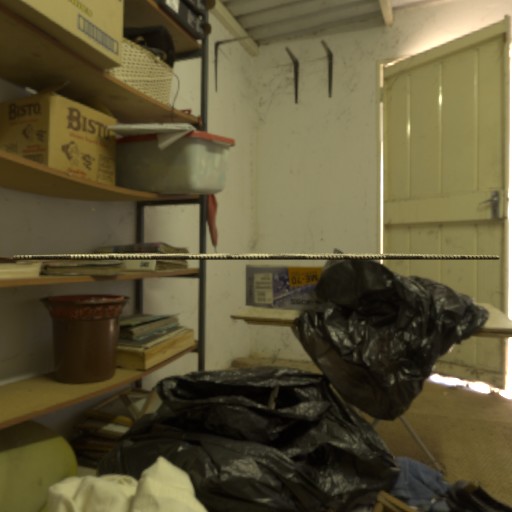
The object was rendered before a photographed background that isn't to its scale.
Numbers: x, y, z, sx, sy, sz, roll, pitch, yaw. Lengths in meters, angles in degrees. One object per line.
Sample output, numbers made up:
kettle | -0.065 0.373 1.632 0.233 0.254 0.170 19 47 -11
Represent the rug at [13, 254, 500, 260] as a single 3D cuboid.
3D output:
rug | 0.000 0.000 2.261 1.833 0.016 1.210 0 1 -1
